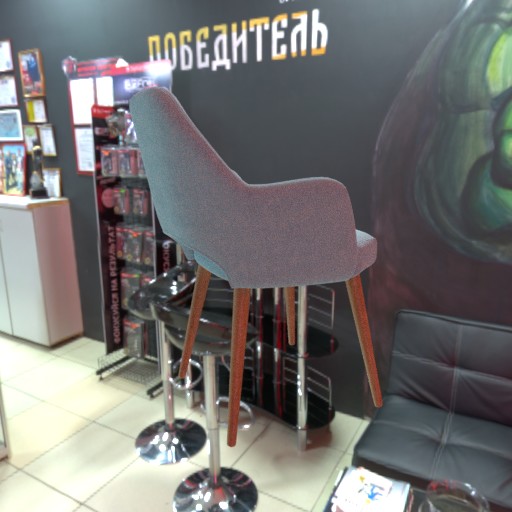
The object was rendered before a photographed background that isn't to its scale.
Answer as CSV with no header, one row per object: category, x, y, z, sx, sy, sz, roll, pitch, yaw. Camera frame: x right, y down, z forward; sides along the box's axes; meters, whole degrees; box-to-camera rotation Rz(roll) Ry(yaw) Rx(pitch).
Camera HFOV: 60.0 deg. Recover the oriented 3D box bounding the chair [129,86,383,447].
chair,0.000,0.000,1.231,0.610,0.840,0.590,-7,15,-27
